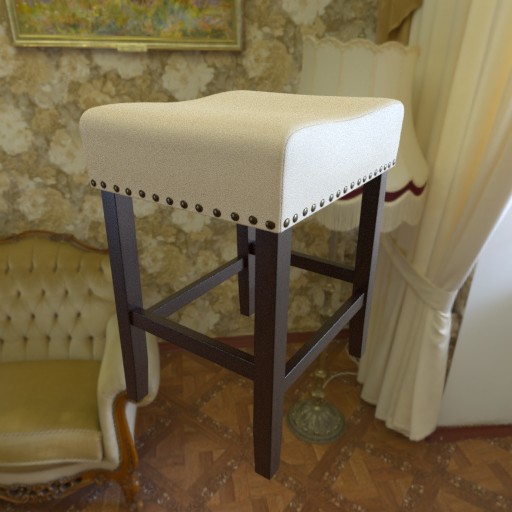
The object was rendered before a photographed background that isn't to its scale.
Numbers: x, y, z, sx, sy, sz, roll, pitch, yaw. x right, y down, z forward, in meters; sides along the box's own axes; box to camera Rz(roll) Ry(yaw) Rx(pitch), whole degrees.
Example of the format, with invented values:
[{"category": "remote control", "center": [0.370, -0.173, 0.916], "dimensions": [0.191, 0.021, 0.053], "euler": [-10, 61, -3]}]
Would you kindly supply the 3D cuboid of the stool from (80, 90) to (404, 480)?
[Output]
[{"category": "stool", "center": [0.000, 0.000, 0.919], "dimensions": [0.401, 0.609, 0.471], "euler": [16, 29, 31]}]
